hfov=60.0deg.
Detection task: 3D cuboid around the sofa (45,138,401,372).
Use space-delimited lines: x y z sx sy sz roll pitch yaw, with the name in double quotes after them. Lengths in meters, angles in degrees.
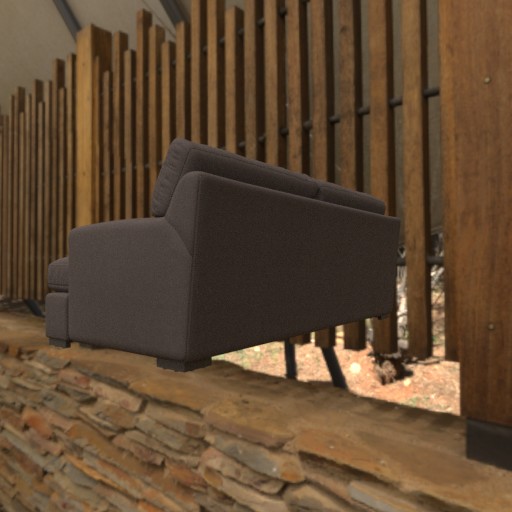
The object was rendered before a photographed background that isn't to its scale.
0.000 0.000 2.853 1.140 0.950 2.271 -1 -1 37 "sofa"
